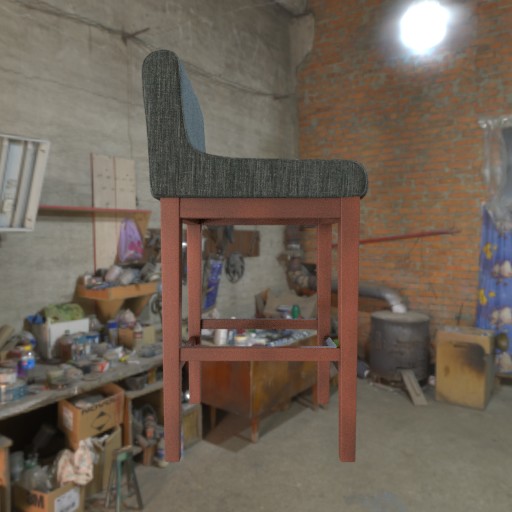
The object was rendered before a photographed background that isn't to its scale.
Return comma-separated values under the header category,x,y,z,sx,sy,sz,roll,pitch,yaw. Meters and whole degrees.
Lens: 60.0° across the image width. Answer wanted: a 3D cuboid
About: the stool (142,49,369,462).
category,x,y,z,sx,sy,sz,roll,pitch,yaw
stool,0.000,0.000,1.072,0.459,0.835,0.395,0,2,0
